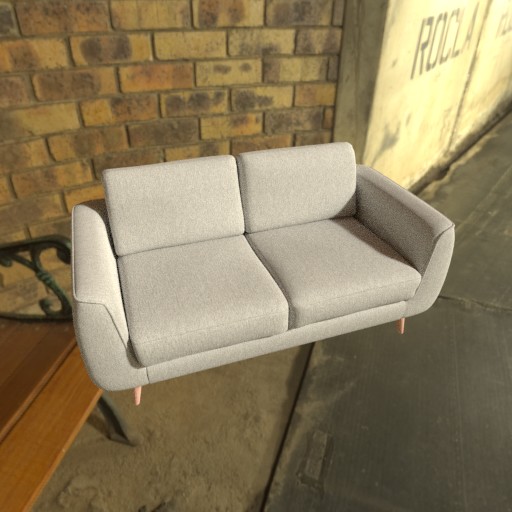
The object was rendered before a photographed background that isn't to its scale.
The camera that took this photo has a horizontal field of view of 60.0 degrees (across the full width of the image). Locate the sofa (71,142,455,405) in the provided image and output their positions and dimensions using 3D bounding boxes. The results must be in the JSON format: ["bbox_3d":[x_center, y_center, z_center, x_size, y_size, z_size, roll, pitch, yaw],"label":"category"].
[{"bbox_3d":[0.000,0.000,2.222,1.700,0.850,0.920,-11,34,-16],"label":"sofa"}]
